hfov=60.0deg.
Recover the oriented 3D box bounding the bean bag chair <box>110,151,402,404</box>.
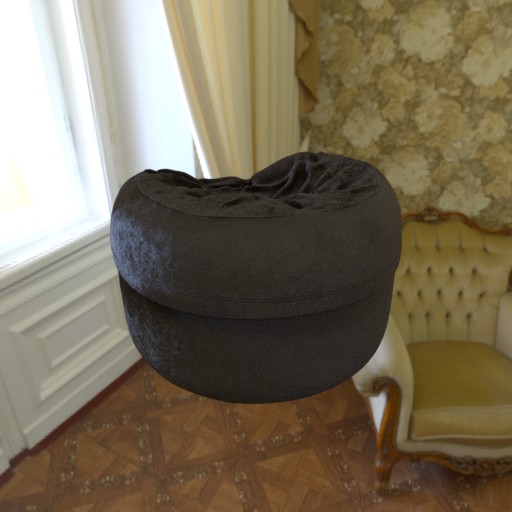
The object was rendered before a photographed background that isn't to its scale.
[{"bbox_3d":[0.000,0.000,1.504,0.918,0.605,0.918,0,27,0],"label":"bean bag chair"}]
